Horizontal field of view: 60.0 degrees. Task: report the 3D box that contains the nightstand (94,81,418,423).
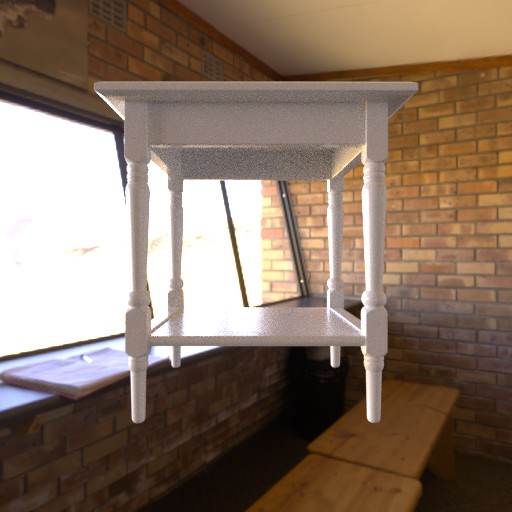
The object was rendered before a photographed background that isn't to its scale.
[{"bbox_3d":[0.000,0.000,0.922,0.505,0.555,0.459,0,1,0],"label":"nightstand"}]
